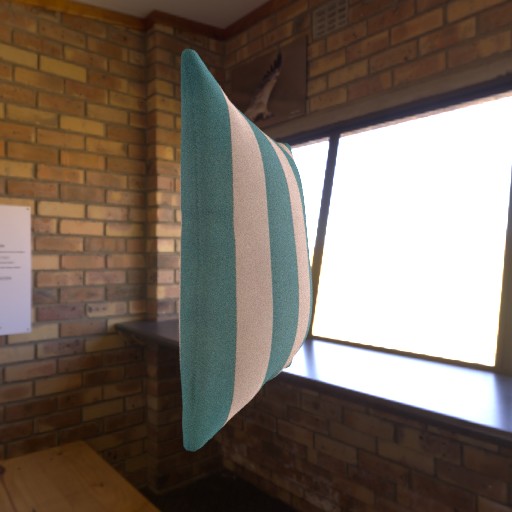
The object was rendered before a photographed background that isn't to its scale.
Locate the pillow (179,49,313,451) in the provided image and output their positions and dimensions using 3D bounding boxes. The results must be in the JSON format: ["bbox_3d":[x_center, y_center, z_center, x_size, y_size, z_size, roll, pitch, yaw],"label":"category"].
[{"bbox_3d":[0.000,0.000,0.807,0.189,0.526,0.536,0,0,17],"label":"pillow"}]
